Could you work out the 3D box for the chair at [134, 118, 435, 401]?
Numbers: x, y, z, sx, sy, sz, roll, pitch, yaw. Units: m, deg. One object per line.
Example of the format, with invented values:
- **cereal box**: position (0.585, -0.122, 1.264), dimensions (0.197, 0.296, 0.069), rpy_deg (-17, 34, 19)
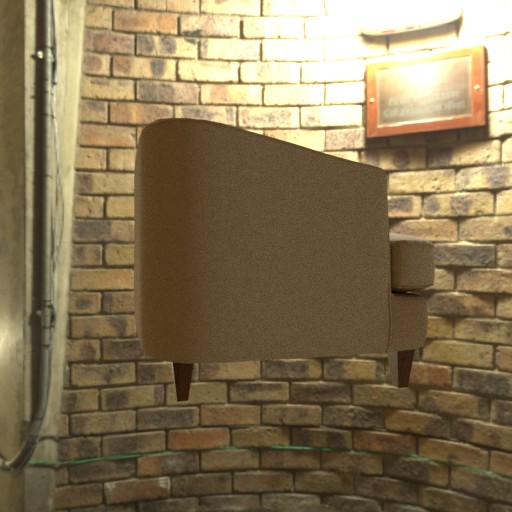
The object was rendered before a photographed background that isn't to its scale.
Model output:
- **chair**: position (0.000, 0.000, 1.799), dimensions (0.941, 0.852, 1.104), rpy_deg (0, 1, -17)
